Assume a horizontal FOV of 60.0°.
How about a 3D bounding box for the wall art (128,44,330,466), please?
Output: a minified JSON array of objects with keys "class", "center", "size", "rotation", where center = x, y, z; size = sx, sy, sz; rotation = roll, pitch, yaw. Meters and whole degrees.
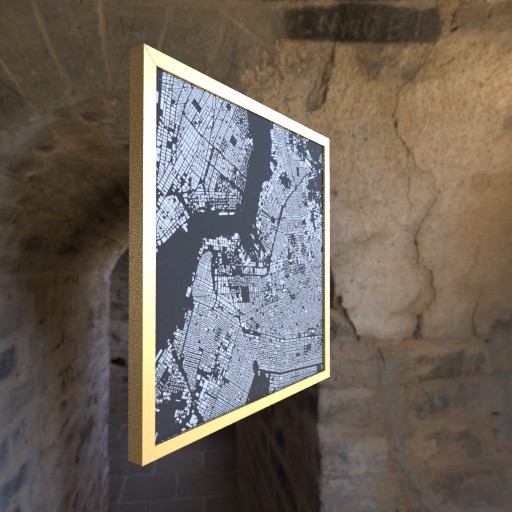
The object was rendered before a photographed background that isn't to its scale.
[{"class":"wall art","center":[0.000,0.000,2.836],"size":[0.099,1.926,1.926],"rotation":[-1,-1,35]}]
